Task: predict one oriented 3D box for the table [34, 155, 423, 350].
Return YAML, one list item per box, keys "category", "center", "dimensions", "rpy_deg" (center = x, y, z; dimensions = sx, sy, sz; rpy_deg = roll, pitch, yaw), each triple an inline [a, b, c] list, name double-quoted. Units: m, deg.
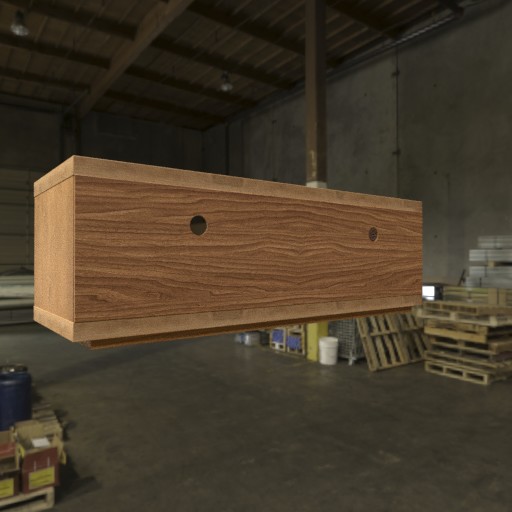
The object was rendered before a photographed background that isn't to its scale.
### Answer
- category: "table"
  center: [0.000, 0.000, 1.744]
  dimensions: [1.499, 0.491, 0.499]
  rpy_deg: [0, 0, -37]
